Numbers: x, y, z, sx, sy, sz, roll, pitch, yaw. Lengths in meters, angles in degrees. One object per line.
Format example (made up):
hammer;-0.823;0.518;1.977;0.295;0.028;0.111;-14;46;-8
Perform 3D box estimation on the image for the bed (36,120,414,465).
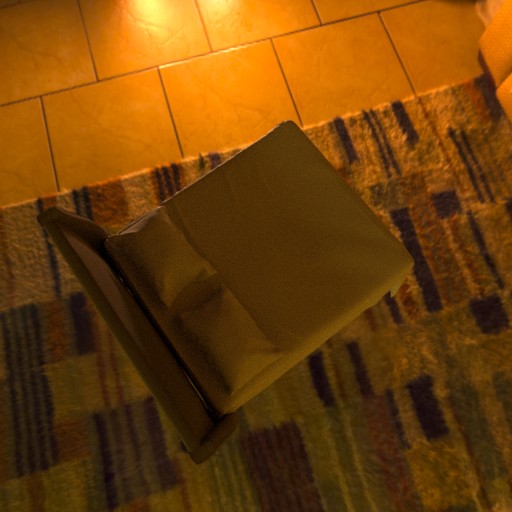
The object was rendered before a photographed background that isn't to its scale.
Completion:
bed;0.000;0.000;3.539;2.276;1.332;1.925;-36;77;-9
